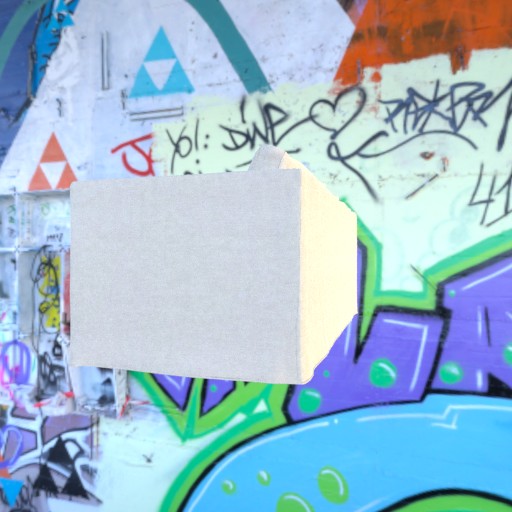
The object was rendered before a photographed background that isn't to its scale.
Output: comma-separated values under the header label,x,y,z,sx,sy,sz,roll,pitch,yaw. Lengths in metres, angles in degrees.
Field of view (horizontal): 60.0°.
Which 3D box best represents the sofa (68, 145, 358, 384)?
label,x,y,z,sx,sy,sz,roll,pitch,yaw
sofa,0.000,0.000,2.484,0.962,0.835,1.959,0,0,18
